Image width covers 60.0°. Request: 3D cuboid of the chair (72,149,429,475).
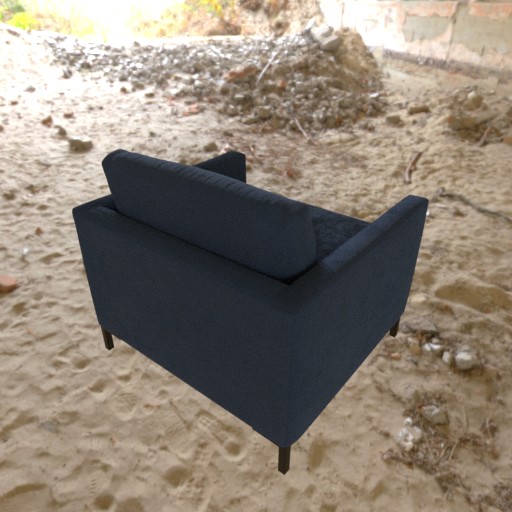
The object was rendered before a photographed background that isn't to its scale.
[{"bbox_3d":[0.000,0.000,1.657,0.964,0.812,0.875,22,37,33],"label":"chair"}]
